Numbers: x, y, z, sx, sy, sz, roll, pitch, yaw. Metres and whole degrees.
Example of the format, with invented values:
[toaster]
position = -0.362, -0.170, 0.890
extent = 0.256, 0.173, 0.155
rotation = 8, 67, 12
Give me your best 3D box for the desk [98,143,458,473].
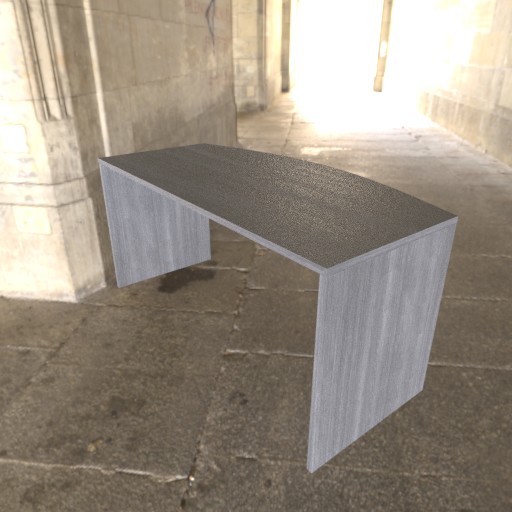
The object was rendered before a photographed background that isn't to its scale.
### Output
[desk]
position = 0.000, 0.000, 2.082
extent = 0.802, 0.750, 1.600
rotation = -18, 31, -34
